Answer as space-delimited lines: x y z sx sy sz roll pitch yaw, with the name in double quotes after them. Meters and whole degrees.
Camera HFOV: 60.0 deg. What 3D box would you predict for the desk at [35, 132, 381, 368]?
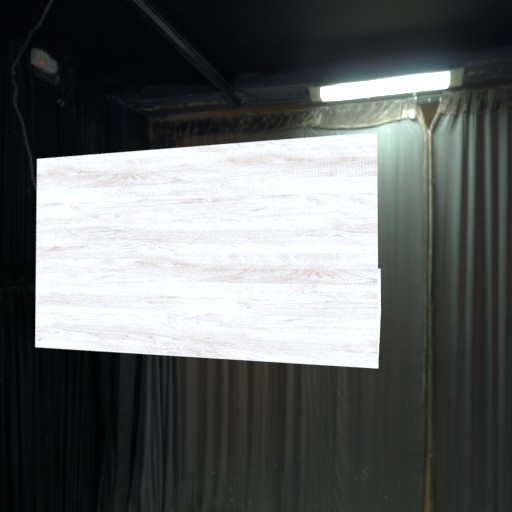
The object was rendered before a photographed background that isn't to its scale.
0.000 0.000 2.604 1.400 0.800 1.900 0 -1 16 "desk"
